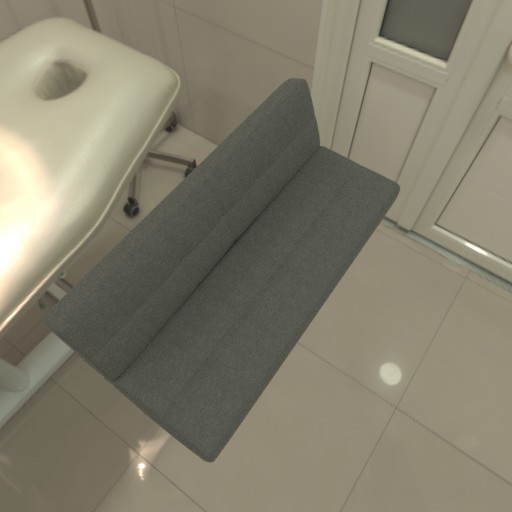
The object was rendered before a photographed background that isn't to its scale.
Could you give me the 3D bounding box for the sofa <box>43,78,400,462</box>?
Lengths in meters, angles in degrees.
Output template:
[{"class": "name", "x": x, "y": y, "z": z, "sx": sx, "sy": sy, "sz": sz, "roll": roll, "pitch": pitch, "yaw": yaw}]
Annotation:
[{"class": "sofa", "x": 0.000, "y": 0.000, "z": 2.288, "sx": 0.820, "sy": 0.770, "sz": 1.820, "roll": 32, "pitch": 64, "yaw": 17}]
